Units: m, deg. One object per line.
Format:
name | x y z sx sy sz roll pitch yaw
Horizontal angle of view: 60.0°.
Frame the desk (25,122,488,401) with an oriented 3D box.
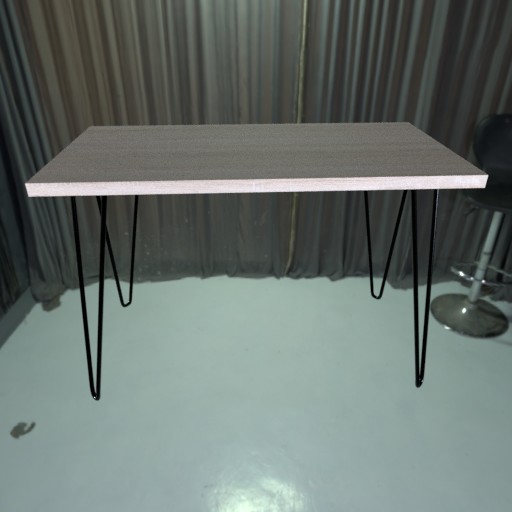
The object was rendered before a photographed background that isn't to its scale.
desk | 0.000 0.000 1.326 0.991 0.660 0.499 -1 30 -3
